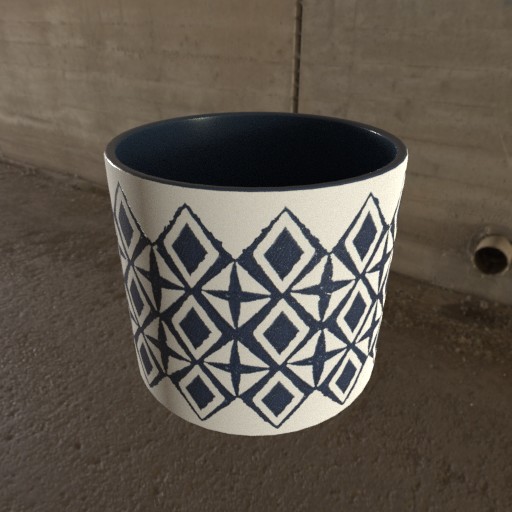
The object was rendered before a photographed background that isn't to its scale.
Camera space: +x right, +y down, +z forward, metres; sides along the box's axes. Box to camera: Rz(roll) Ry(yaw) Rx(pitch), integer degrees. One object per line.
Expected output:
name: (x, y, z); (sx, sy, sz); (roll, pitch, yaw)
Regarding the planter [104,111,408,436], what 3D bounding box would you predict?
planter: (0.000, 0.000, 0.274); (0.159, 0.144, 0.159); (0, 29, 0)
